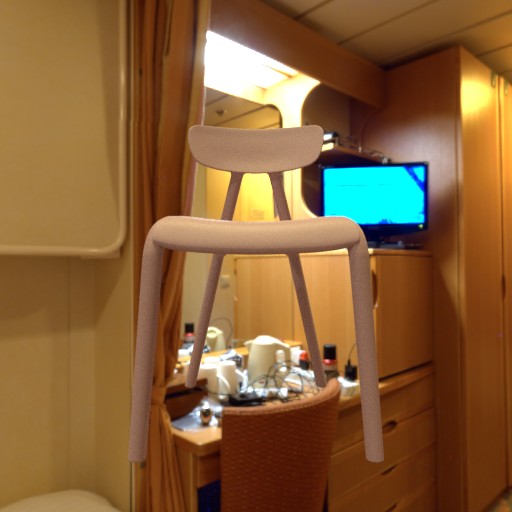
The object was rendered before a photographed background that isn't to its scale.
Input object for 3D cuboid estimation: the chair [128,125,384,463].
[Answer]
[{"bbox_3d":[0.000,0.000,0.814,0.356,0.580,0.401,0,-1,0],"label":"chair"}]
